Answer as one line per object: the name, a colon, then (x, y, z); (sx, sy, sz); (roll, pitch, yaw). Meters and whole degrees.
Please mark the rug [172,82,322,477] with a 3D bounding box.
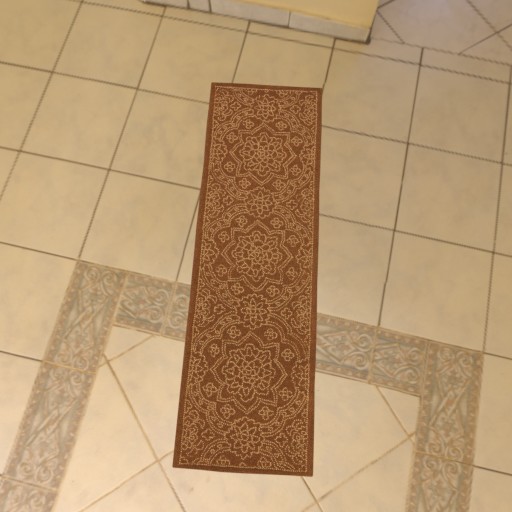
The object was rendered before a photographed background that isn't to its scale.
rug: (0.000, 0.000, 2.726); (0.769, 0.012, 2.448); (3, 75, 1)
